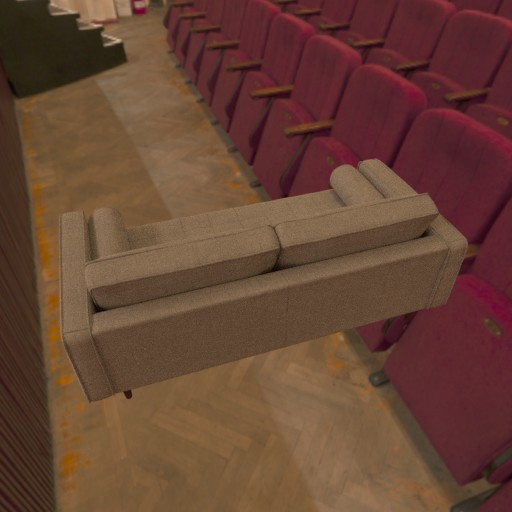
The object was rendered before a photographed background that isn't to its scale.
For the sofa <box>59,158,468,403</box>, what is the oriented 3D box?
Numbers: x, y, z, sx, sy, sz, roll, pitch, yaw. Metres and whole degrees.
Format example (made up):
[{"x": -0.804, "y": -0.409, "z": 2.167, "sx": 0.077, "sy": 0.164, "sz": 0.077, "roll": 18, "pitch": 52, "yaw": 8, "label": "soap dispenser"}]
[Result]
[{"x": 0.000, "y": 0.000, "z": 2.324, "sx": 1.879, "sy": 0.762, "sz": 0.914, "roll": -12, "pitch": 42, "yaw": -14, "label": "sofa"}]
